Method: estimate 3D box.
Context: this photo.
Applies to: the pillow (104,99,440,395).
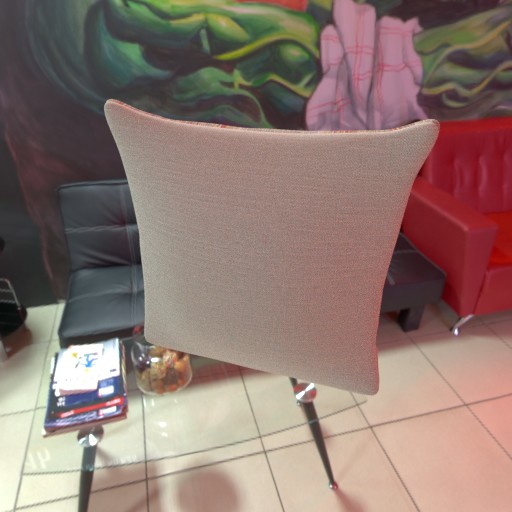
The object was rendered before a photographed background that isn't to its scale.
[{"bbox_3d":[0.000,0.000,0.686,0.451,0.449,0.191,9,32,16],"label":"pillow"}]
